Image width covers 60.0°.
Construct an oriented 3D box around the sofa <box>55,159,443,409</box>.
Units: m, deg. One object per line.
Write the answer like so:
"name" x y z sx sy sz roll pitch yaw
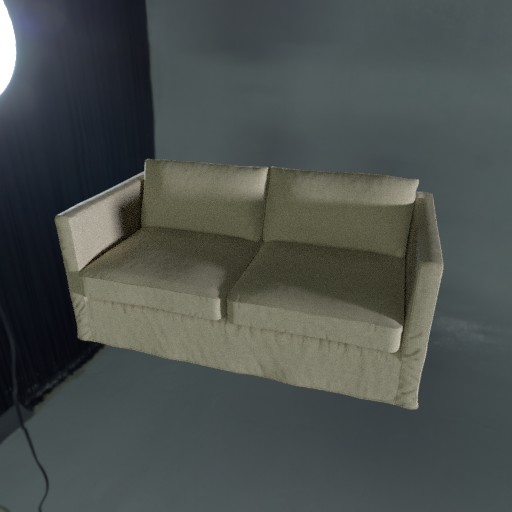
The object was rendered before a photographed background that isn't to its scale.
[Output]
"sofa" 0.000 0.000 2.370 1.766 0.828 0.956 8 27 15
